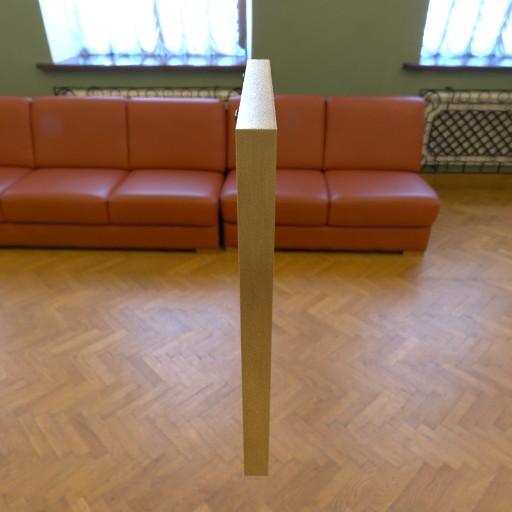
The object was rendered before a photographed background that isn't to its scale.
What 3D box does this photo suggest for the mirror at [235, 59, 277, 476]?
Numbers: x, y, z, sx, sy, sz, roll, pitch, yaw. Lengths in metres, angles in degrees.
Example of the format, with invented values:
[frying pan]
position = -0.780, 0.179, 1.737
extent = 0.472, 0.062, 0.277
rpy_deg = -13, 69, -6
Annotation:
[mirror]
position = 0.000, 0.000, 0.690
extent = 0.041, 0.509, 0.406
rpy_deg = 0, 32, 0
